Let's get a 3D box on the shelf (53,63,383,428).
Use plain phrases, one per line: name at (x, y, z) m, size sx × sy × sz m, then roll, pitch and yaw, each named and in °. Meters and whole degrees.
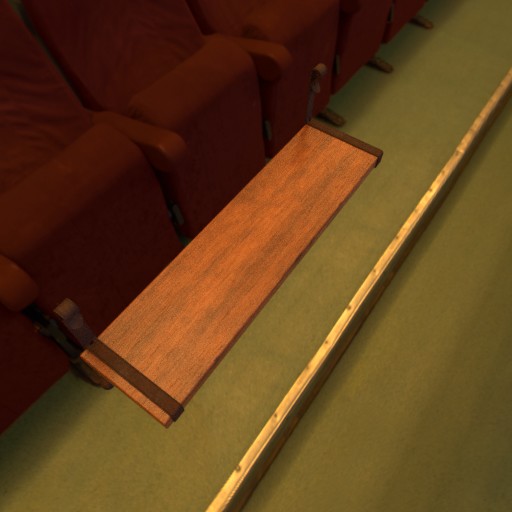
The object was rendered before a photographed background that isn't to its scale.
shelf at (0.000, 0.000, 0.694) m, size 0.146 × 0.330 × 0.567 m, roll 31°, pitch 62°, yaw 19°
